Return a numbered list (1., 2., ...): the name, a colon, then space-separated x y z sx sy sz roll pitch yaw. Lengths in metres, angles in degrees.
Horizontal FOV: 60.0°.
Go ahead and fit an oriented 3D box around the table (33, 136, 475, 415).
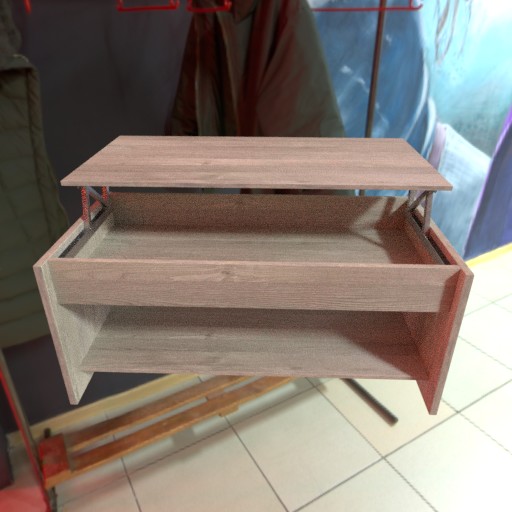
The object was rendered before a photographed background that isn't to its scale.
1. table: 0.000 0.000 1.385 1.000 0.570 0.712 1 28 2
